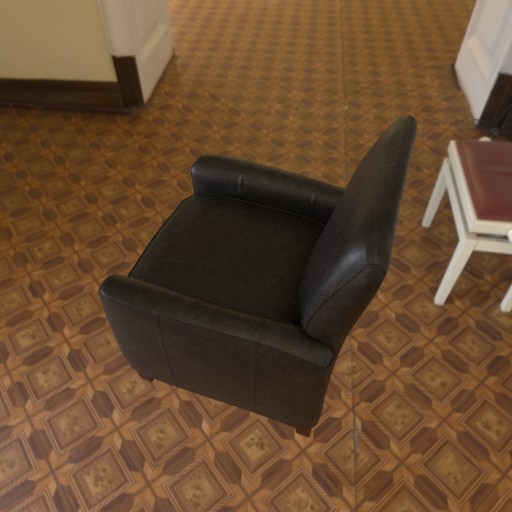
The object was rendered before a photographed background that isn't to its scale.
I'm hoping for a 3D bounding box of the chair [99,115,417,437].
[{"bbox_3d":[0.000,0.000,1.620,0.864,1.014,0.848,15,49,13],"label":"chair"}]
